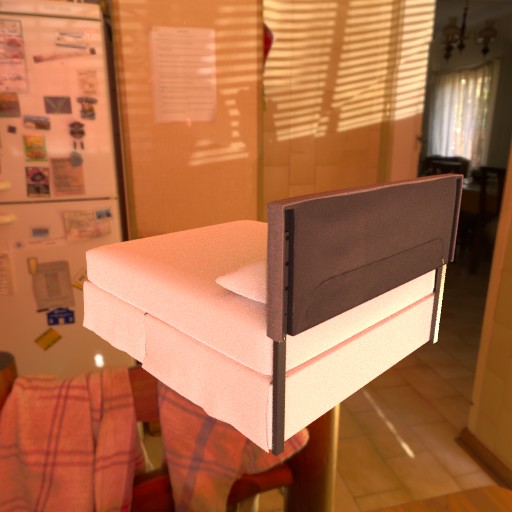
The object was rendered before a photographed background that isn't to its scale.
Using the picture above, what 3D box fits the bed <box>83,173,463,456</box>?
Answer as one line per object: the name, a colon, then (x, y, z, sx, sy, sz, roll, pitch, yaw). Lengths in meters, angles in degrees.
bed: (0.000, 0.000, 2.867, 1.610, 1.089, 1.894, -15, 22, -42)
